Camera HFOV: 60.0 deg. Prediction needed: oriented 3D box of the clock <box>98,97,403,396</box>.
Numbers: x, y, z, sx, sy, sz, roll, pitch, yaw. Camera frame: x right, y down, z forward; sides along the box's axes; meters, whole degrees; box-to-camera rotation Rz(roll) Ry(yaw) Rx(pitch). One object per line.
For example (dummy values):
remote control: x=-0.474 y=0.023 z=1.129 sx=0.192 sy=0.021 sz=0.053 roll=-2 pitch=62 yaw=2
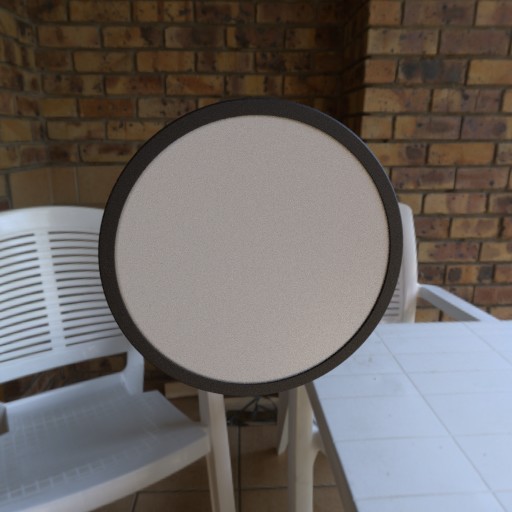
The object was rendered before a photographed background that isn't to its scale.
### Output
clock: x=0.000 y=0.000 z=0.437 sx=0.293 sy=0.293 sz=0.040 roll=-2 pitch=15 yaw=-8
